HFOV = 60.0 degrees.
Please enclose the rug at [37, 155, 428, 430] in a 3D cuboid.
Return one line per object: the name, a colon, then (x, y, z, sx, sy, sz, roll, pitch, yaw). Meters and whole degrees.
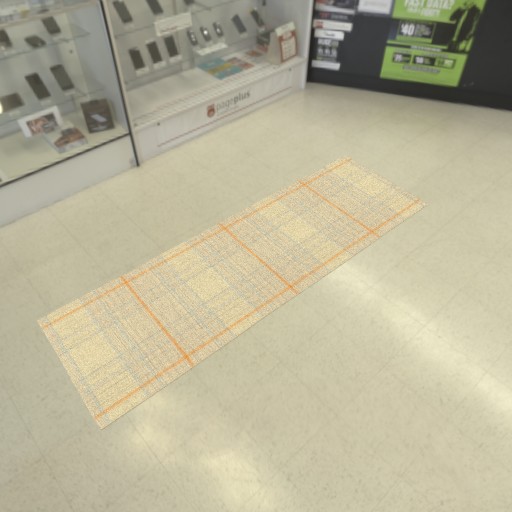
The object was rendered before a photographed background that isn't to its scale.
rug: (0.000, 0.000, 2.723, 2.442, 0.016, 0.770, -31, 54, -26)
